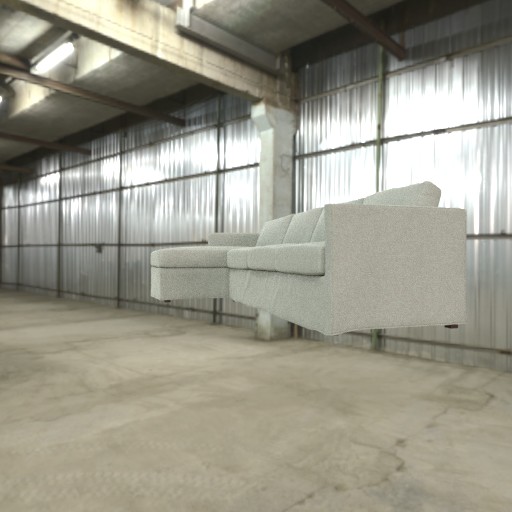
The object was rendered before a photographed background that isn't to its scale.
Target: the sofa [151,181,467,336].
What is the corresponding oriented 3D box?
[{"bbox_3d":[0.000,0.000,3.925,1.650,0.922,3.205,0,0,-18],"label":"sofa"}]
